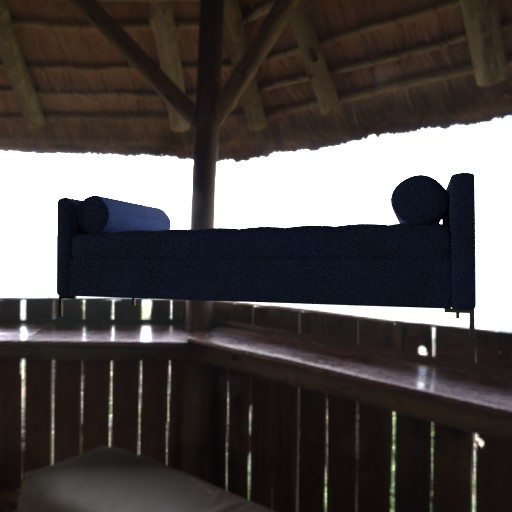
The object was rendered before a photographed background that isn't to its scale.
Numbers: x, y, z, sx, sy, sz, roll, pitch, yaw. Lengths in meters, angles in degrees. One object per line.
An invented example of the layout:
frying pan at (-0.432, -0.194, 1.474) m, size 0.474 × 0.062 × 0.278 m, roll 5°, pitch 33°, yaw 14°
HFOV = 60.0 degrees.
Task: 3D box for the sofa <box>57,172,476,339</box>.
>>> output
sofa at (0.000, 0.000, 2.295) m, size 1.981 × 0.635 × 0.686 m, roll 0°, pitch -1°, yaw 20°
